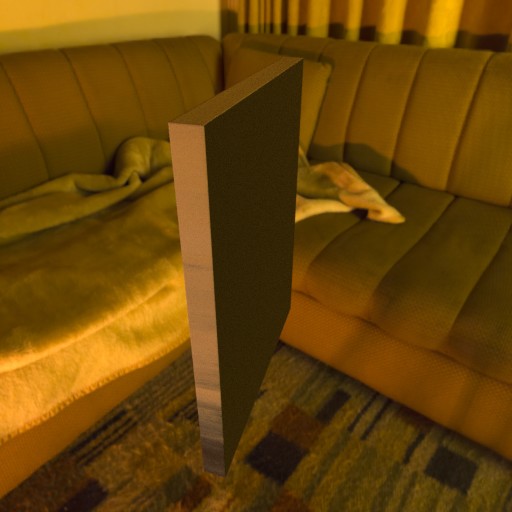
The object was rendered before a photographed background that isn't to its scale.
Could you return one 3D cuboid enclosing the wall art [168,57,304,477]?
[{"bbox_3d":[0.000,0.000,0.813,0.040,0.608,0.489,9,33,14],"label":"wall art"}]
